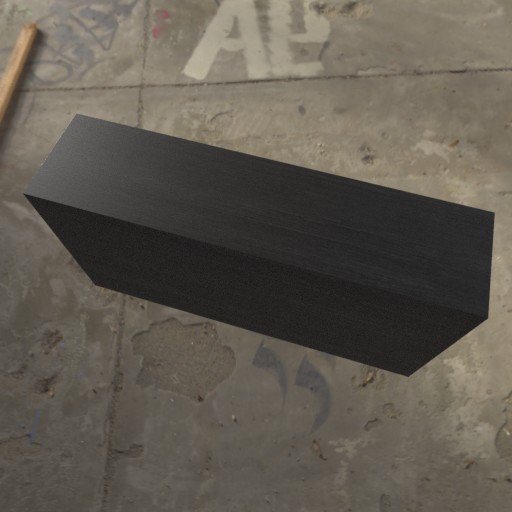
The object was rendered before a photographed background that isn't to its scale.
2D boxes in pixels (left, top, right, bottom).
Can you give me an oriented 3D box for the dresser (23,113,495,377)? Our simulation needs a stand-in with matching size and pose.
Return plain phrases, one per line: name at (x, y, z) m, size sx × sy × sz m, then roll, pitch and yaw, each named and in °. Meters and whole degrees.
dresser at (0.000, 0.000, 1.889) m, size 1.590 × 0.795 × 0.400 m, roll 15°, pitch 63°, yaw 8°
